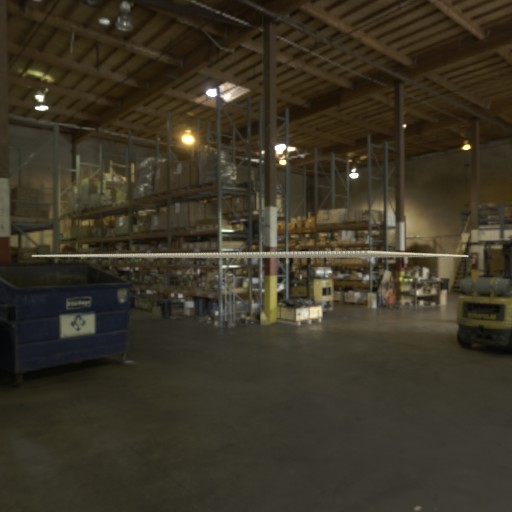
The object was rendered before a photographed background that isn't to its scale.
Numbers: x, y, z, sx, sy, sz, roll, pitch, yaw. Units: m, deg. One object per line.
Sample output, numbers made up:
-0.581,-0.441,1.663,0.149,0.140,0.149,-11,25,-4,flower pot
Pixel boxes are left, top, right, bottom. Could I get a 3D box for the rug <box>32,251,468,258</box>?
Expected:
0.000,0.000,3.942,3.048,0.013,2.438,0,-1,35,rug
